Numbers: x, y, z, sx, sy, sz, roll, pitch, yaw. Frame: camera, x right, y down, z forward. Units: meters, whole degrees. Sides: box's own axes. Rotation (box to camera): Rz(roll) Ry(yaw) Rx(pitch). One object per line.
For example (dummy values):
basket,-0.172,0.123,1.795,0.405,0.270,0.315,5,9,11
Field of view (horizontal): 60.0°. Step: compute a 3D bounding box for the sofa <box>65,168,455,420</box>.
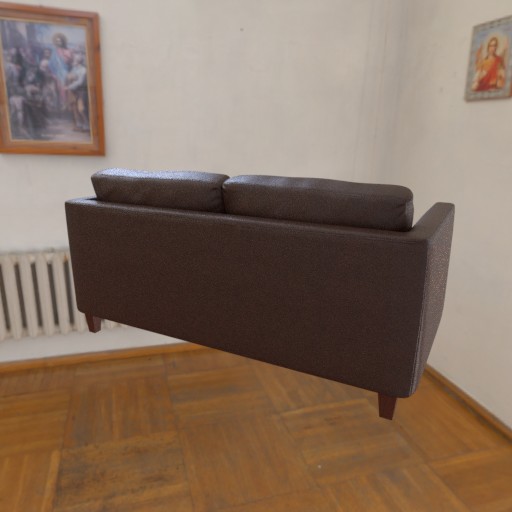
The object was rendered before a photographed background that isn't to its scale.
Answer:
sofa,0.000,0.000,2.419,1.883,0.933,0.951,8,18,27
